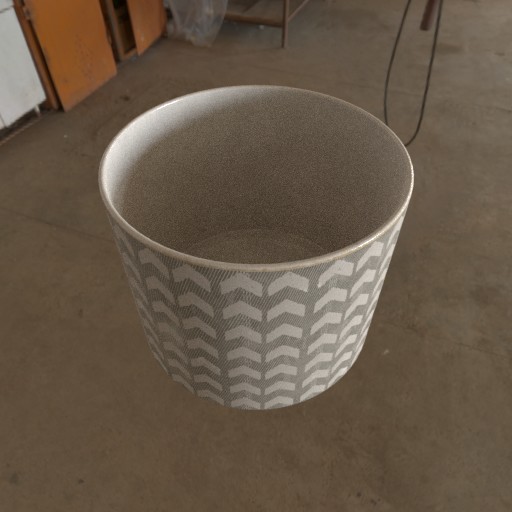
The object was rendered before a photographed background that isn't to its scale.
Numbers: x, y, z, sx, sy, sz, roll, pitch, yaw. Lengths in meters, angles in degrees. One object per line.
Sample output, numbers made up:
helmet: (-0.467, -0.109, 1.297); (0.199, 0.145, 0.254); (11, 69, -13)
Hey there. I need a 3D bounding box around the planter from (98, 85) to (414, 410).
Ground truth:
planter: (0.000, 0.000, 0.339); (0.190, 0.181, 0.190); (0, 46, 0)
